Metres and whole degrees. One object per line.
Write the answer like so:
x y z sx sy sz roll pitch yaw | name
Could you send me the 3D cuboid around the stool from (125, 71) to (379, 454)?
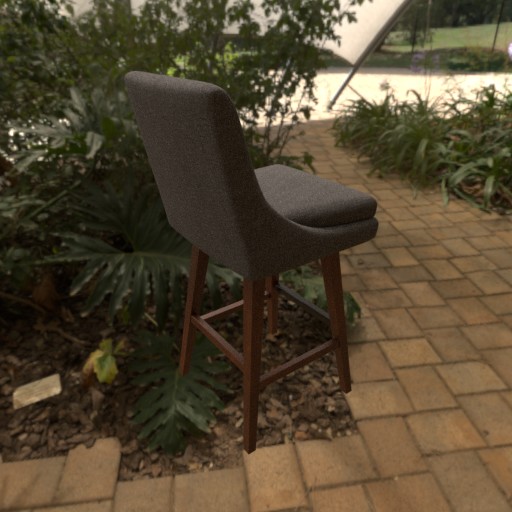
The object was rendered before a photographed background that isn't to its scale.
0.000 0.000 1.379 0.572 1.068 0.489 -18 32 -32 | stool
